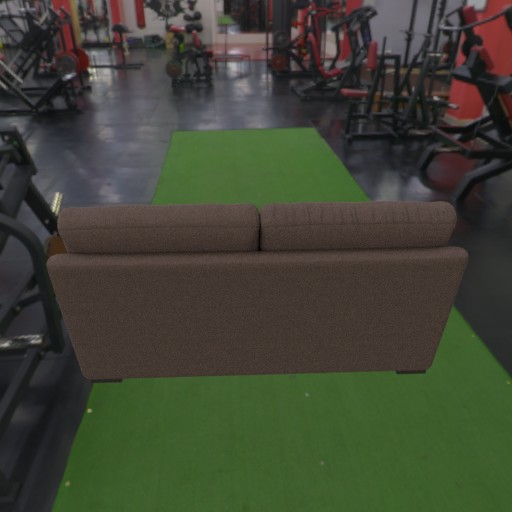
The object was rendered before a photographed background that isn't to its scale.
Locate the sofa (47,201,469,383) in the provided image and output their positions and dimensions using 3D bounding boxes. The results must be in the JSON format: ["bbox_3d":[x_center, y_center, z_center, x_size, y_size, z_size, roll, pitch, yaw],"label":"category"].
[{"bbox_3d":[0.000,0.000,2.497,1.869,0.950,1.140,-1,30,-2],"label":"sofa"}]
